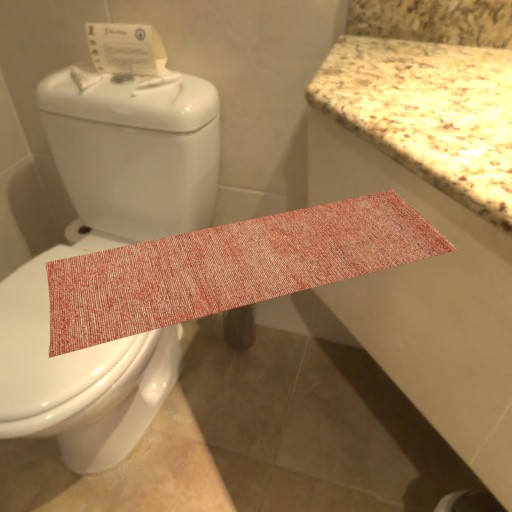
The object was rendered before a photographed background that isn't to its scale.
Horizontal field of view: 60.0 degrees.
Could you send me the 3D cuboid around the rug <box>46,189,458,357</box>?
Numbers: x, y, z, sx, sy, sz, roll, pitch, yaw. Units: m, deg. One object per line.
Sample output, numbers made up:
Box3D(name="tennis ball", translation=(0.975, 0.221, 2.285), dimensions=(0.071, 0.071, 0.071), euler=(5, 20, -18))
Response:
Box3D(name="rug", translation=(0.000, 0.000, 2.633), dimensions=(2.353, 0.013, 0.718), euler=(-13, 43, -15))
